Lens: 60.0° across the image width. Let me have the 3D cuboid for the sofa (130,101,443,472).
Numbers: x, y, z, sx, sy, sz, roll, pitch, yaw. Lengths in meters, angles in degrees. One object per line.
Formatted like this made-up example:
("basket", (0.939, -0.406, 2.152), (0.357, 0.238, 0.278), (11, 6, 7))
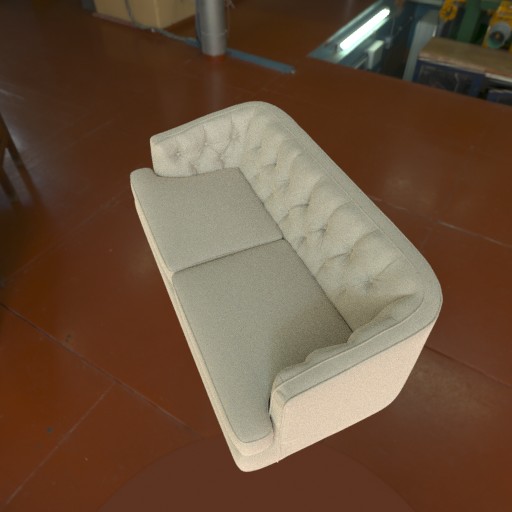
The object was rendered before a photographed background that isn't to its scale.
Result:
("sofa", (0.000, 0.000, 2.234), (0.941, 0.855, 1.733), (-18, 49, -16))
